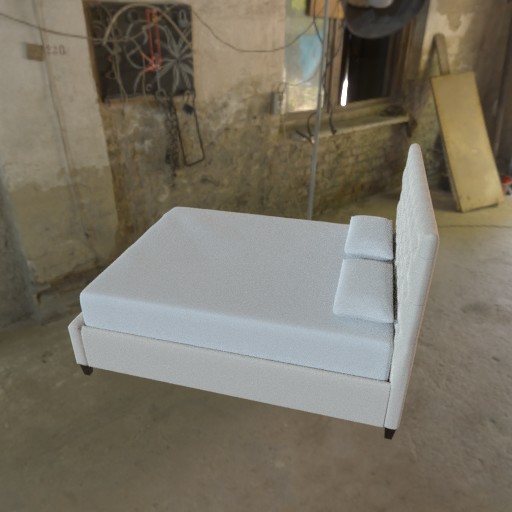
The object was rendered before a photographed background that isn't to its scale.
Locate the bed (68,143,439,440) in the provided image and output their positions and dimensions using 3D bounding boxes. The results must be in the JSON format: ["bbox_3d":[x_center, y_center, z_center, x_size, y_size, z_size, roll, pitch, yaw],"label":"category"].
[{"bbox_3d":[0.000,0.000,3.341,2.233,1.426,1.696,7,30,13],"label":"bed"}]
